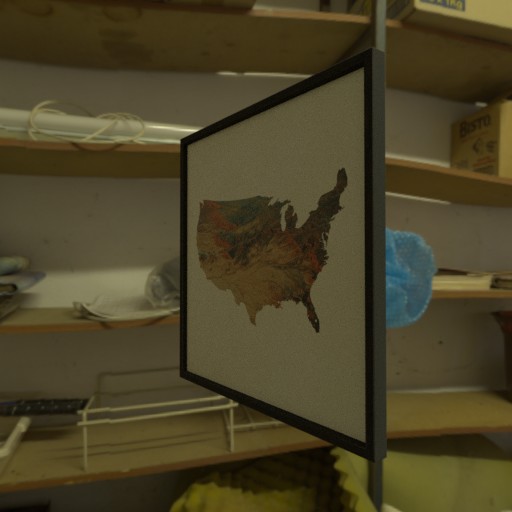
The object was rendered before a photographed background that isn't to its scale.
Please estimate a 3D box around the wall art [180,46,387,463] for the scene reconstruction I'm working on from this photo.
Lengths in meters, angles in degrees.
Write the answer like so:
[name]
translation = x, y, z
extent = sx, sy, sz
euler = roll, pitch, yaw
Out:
[wall art]
translation = 0.000, 0.000, 0.448
extent = 0.015, 0.303, 0.304
euler = 1, -1, -37
